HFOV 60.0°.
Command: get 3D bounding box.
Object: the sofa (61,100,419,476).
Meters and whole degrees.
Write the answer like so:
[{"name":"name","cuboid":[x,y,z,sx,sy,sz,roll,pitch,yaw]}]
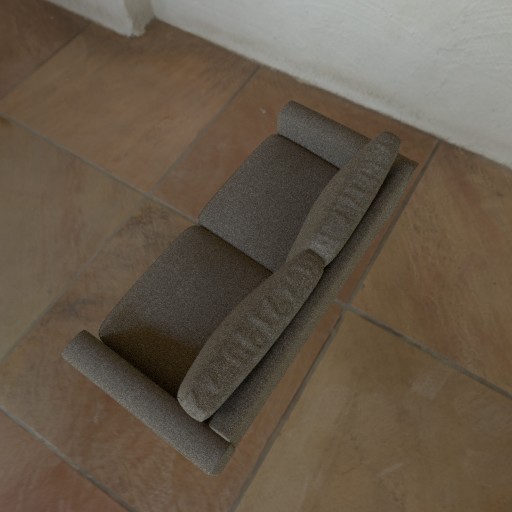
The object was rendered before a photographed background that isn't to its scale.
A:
[{"name":"sofa","cuboid":[0.000,0.000,2.650,1.016,0.873,2.179,32,68,15]}]
